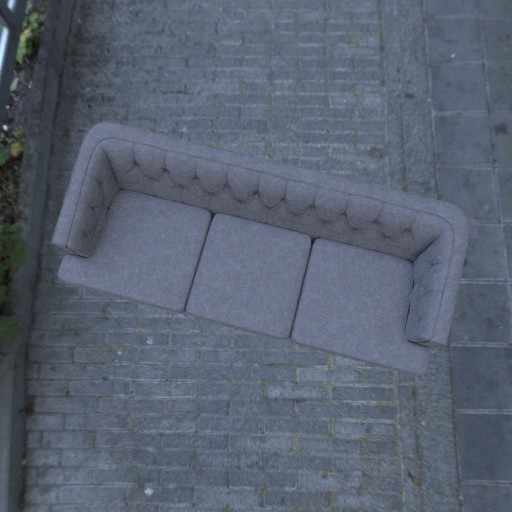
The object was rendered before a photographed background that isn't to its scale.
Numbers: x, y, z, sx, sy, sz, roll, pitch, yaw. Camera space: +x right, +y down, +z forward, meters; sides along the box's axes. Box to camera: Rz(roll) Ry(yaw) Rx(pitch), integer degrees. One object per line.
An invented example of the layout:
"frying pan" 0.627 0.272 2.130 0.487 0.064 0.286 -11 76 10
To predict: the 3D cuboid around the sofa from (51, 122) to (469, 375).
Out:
"sofa" 0.000 0.000 2.719 2.247 0.806 0.917 14 77 3
